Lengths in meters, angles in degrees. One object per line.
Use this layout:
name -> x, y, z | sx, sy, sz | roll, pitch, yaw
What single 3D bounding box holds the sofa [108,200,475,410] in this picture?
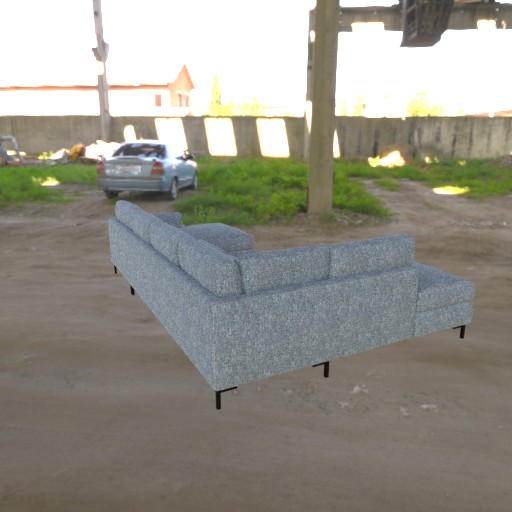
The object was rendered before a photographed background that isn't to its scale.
sofa -> 0.000, 0.000, 3.660 | 1.879, 0.756, 2.737 | -8, 17, -27
